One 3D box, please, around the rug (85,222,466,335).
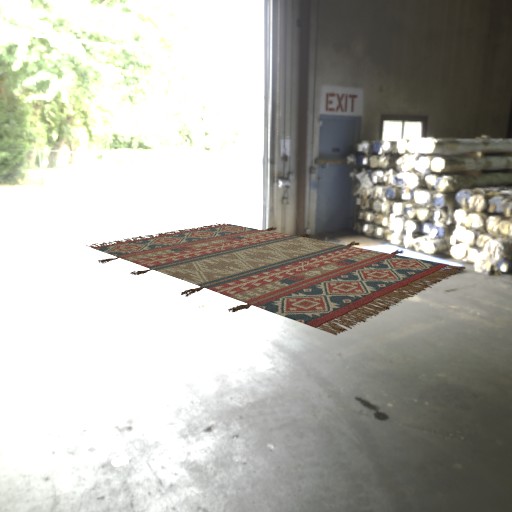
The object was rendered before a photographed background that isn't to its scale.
[{"bbox_3d":[0.000,0.000,3.239,2.450,0.048,1.778,14,20,43],"label":"rug"}]
